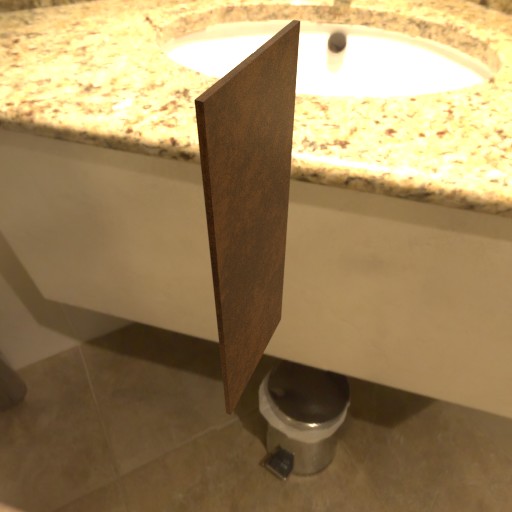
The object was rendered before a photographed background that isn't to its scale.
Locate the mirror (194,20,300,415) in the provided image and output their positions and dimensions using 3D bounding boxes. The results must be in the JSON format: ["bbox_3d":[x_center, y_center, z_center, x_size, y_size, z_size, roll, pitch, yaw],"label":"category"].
[{"bbox_3d":[0.000,0.000,2.298,0.032,2.031,0.812,18,47,17],"label":"mirror"}]
